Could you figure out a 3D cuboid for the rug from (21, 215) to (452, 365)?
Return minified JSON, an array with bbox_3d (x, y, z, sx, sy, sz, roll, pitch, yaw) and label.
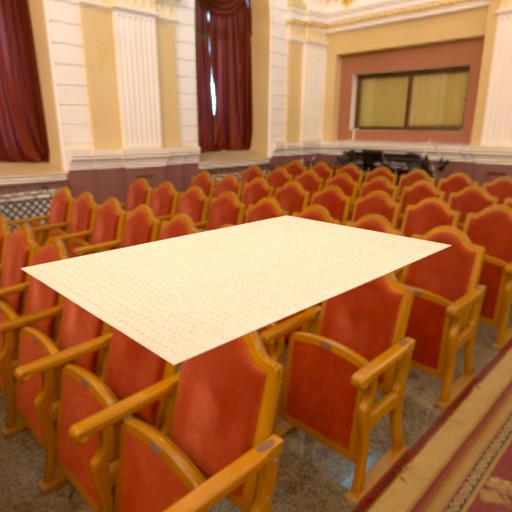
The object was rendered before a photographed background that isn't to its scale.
[{"bbox_3d":[0.000,0.000,2.796,2.289,0.006,1.523,-15,22,-42],"label":"rug"}]
